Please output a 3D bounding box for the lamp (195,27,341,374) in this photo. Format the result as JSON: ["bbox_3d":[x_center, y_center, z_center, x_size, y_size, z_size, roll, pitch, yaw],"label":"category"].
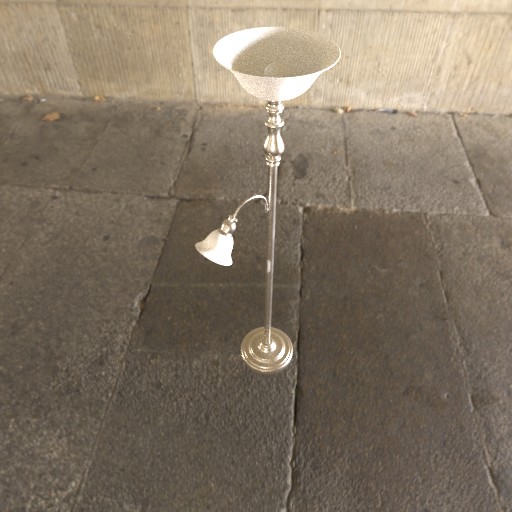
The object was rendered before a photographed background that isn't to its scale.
[{"bbox_3d":[0.000,0.000,2.019,0.575,1.785,0.405,-31,53,-26],"label":"lamp"}]
